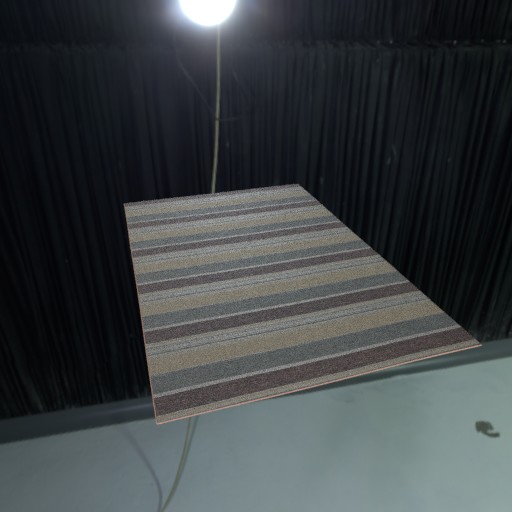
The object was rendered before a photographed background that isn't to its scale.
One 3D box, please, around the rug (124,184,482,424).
[{"bbox_3d":[0.000,0.000,2.278,1.219,0.008,1.829,-9,31,-15],"label":"rug"}]
